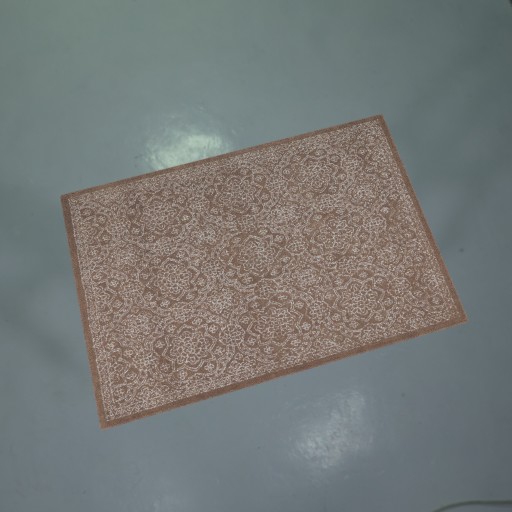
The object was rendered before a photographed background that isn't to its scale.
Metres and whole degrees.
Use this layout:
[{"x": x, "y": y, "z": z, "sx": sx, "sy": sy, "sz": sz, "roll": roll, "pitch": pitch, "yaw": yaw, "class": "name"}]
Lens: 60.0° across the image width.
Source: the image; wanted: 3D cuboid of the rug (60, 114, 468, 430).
[{"x": 0.000, "y": 0.000, "z": 2.839, "sx": 2.286, "sy": 0.011, "sz": 1.524, "roll": -15, "pitch": 74, "yaw": -4, "class": "rug"}]
